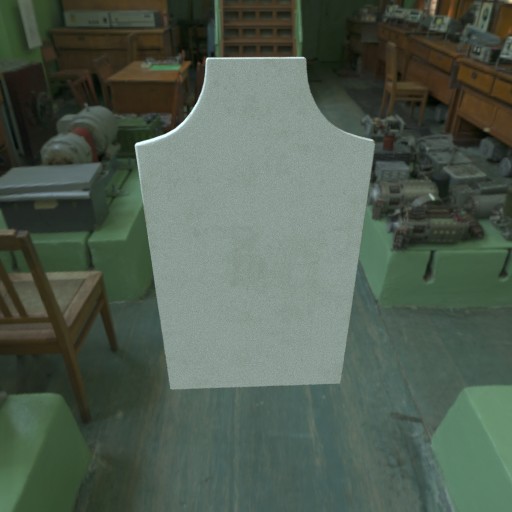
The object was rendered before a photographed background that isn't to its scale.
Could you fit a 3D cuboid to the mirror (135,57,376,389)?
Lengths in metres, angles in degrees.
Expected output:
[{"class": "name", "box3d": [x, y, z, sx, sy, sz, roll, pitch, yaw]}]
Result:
[{"class": "mirror", "box3d": [0.000, 0.000, 0.870, 0.403, 0.717, 0.022, -1, 32, -2]}]
